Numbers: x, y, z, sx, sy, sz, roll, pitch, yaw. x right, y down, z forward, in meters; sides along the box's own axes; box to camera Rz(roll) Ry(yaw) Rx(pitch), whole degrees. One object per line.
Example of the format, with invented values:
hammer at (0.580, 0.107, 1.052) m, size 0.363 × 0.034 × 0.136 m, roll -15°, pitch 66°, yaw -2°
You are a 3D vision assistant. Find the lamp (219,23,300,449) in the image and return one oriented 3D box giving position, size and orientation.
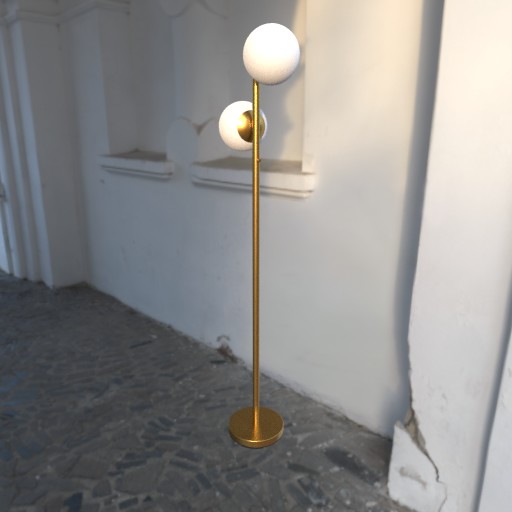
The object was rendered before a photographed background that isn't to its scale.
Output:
lamp at (0.000, 0.000, 1.778) m, size 0.249 × 1.641 × 0.419 m, roll -8°, pitch 18°, yaw -26°
